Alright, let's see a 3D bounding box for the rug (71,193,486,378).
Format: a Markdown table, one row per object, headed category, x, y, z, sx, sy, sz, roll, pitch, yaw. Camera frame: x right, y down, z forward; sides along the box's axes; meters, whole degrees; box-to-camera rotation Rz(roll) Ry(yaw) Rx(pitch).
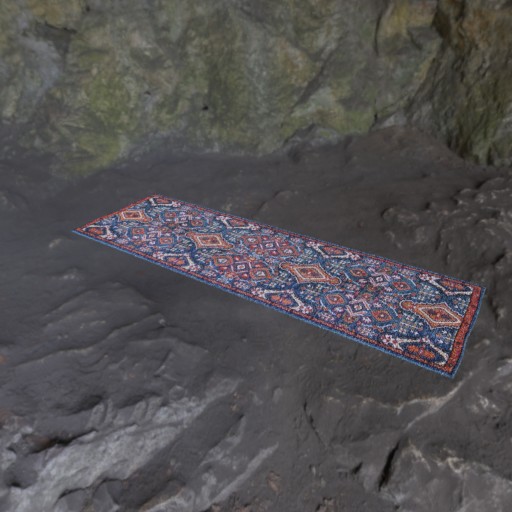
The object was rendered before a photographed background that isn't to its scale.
| category | x | y | z | sx | sy | sz | roll | pitch | yaw |
| --- | --- | --- | --- | --- | --- | --- | --- | --- | --- |
| rug | 0.000 | 0.000 | 2.680 | 2.459 | 0.010 | 0.801 | 18 | 34 | 28 |
